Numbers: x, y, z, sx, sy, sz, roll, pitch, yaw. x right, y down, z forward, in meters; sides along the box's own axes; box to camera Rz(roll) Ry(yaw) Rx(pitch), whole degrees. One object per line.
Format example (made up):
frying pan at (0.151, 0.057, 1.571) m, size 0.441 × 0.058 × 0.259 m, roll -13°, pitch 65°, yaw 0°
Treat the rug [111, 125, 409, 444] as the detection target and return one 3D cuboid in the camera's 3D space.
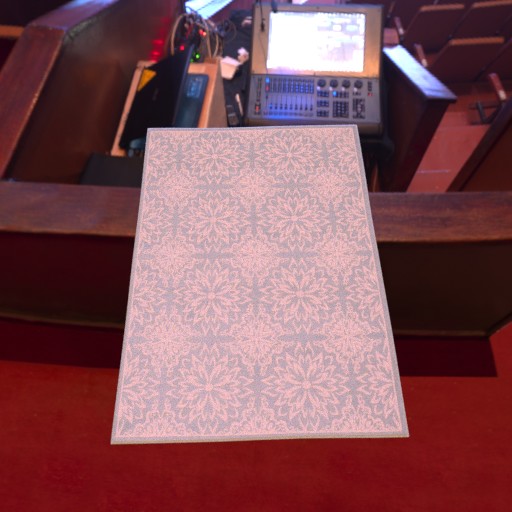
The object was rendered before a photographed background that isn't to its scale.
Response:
rug at (0.000, 0.000, 2.855) m, size 1.589 × 0.014 × 2.205 m, roll -1°, pitch 63°, yaw -1°
